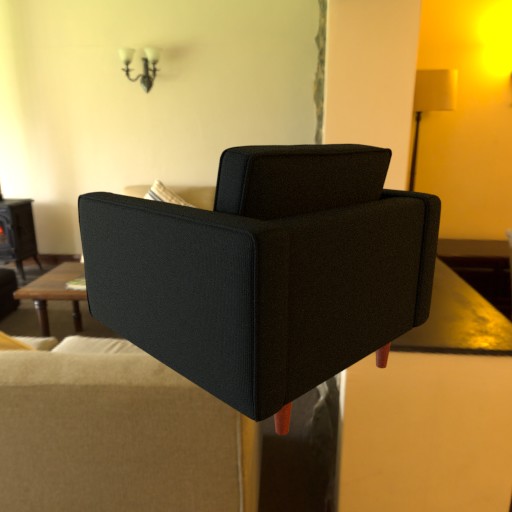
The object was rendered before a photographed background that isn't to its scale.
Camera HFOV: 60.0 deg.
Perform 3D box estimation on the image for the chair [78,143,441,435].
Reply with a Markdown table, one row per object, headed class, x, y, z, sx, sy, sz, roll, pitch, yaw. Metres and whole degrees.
| class | x | y | z | sx | sy | sz | roll | pitch | yaw |
| --- | --- | --- | --- | --- | --- | --- | --- | --- | --- |
| chair | 0.000 | 0.000 | 1.566 | 0.899 | 0.770 | 0.920 | -14 | 21 | -42 |
